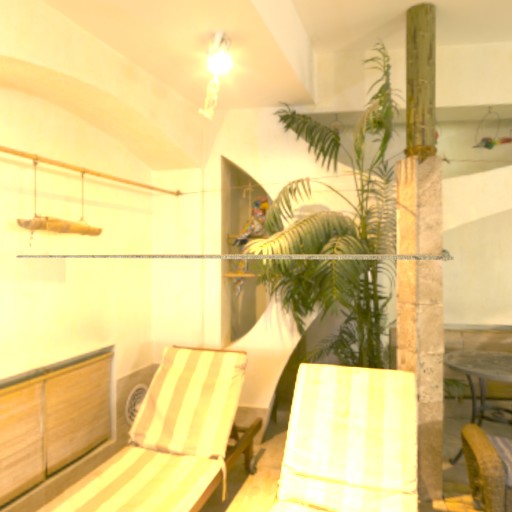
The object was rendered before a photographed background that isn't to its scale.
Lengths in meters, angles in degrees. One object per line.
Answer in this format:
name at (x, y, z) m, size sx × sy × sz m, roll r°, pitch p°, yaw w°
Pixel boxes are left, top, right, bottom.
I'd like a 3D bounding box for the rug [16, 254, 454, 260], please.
rug at (0.000, 0.000, 4.046) m, size 3.038 × 0.019 × 2.420 m, roll 0°, pitch 0°, yaw 17°
